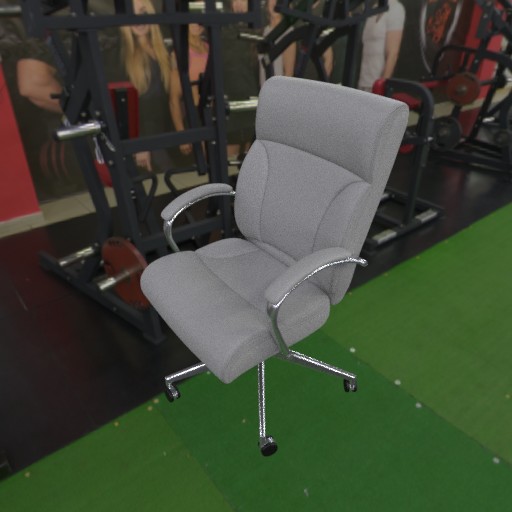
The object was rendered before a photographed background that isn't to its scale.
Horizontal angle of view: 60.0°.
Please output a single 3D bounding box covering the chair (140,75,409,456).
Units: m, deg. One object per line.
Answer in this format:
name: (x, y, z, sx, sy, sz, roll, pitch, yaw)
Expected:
chair: (0.000, 0.000, 1.564, 0.745, 1.099, 0.727, -21, 37, -31)
